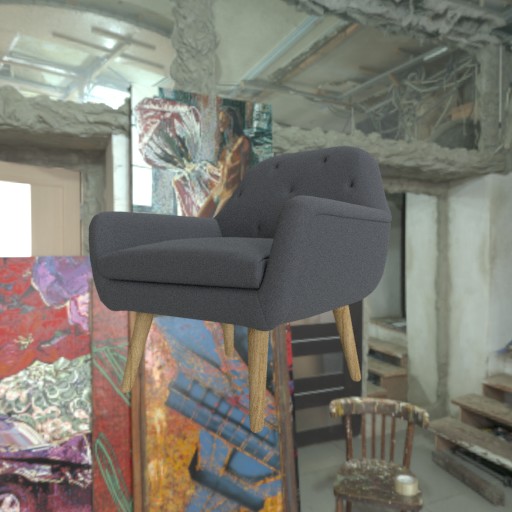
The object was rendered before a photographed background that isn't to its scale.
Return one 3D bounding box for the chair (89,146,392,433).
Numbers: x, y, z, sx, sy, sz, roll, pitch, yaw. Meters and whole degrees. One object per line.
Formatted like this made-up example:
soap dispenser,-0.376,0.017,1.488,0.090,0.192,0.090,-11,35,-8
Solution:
chair,0.000,0.000,1.422,0.770,0.800,0.779,1,1,36
